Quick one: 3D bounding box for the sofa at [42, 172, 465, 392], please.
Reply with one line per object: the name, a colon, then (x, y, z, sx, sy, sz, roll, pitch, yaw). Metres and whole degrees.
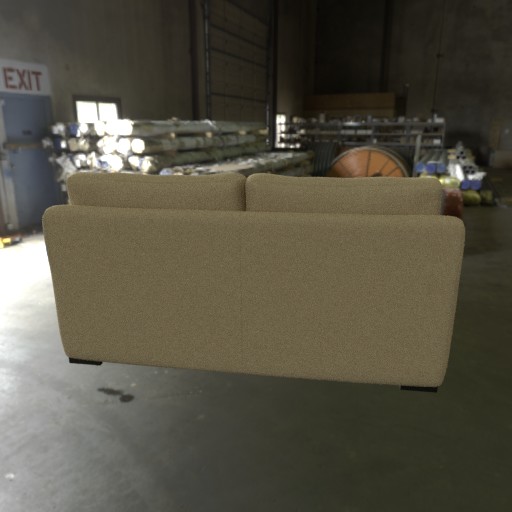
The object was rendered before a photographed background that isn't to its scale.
sofa: (0.000, 0.000, 2.438, 1.885, 0.967, 0.962, 2, 17, 8)
